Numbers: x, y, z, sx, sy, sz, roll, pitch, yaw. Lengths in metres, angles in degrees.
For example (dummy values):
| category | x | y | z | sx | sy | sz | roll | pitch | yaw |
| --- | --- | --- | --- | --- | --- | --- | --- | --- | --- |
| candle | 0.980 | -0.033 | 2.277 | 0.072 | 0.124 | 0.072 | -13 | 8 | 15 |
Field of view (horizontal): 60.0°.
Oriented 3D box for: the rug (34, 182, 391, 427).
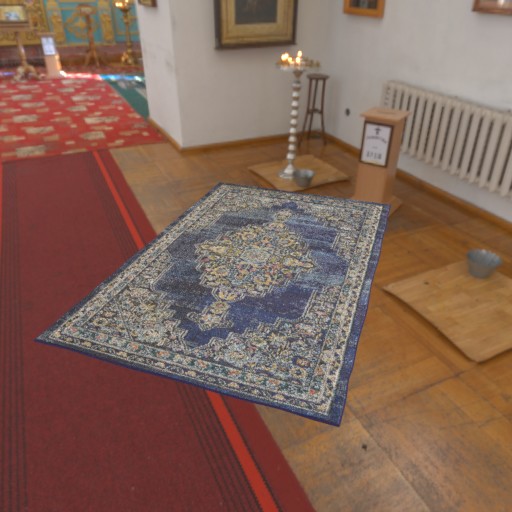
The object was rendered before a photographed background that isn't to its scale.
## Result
| category | x | y | z | sx | sy | sz | roll | pitch | yaw |
| --- | --- | --- | --- | --- | --- | --- | --- | --- | --- |
| rug | 0.000 | 0.000 | 2.247 | 1.184 | 0.012 | 1.781 | 10 | 32 | 17 |
